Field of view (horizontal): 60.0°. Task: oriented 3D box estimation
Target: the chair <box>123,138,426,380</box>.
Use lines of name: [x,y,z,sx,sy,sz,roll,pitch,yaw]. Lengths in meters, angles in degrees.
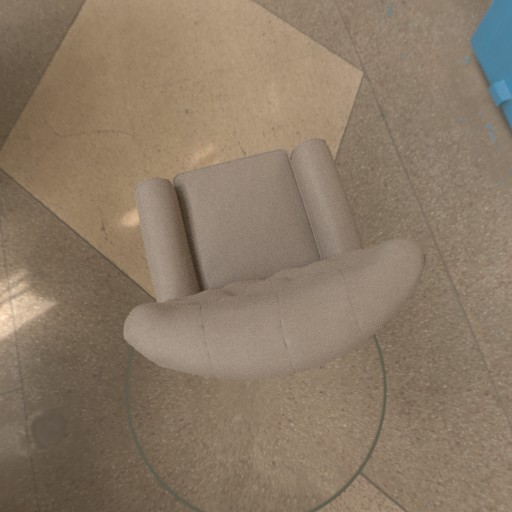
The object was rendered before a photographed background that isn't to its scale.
chair: [0.000,0.000,1.950,0.999,1.138,1.041,-14,75,-4]
